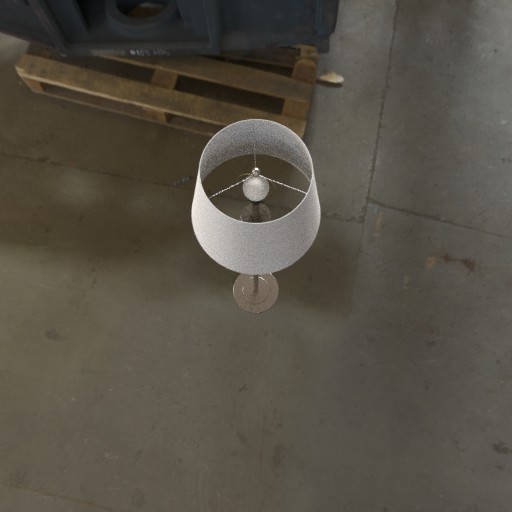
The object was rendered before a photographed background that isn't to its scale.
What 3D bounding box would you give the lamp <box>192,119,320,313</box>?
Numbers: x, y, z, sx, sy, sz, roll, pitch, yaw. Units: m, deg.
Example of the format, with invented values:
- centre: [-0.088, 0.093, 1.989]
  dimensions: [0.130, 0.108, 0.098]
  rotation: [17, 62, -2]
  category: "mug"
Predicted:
- centre: [0.000, 0.000, 1.685]
  dimensions: [0.355, 1.473, 0.355]
  rotation: [0, 75, 0]
  category: "lamp"
